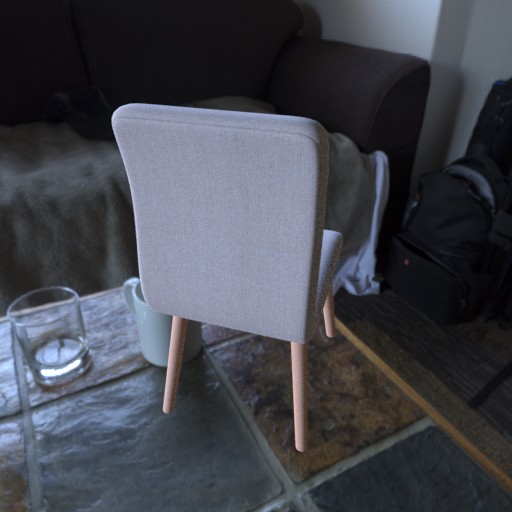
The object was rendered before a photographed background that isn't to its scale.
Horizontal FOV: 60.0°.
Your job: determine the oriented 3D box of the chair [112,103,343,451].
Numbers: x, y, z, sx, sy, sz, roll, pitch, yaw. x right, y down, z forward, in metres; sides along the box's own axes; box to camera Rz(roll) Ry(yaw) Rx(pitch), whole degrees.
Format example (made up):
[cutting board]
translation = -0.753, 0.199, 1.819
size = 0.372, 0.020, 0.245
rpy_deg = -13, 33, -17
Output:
[chair]
translation = 0.000, 0.000, 1.200
size = 0.435, 0.885, 0.550
rpy_deg = 10, 33, 15
